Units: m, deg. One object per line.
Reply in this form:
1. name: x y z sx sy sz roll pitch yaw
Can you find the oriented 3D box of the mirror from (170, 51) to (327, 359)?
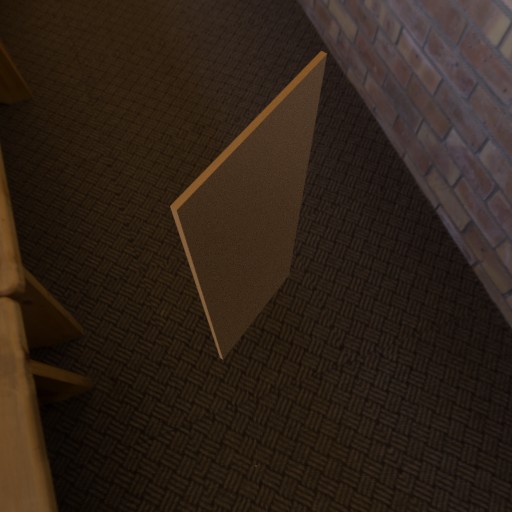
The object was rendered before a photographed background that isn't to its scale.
1. mirror: 0.000 0.000 2.363 0.025 2.031 0.812 34 69 15
